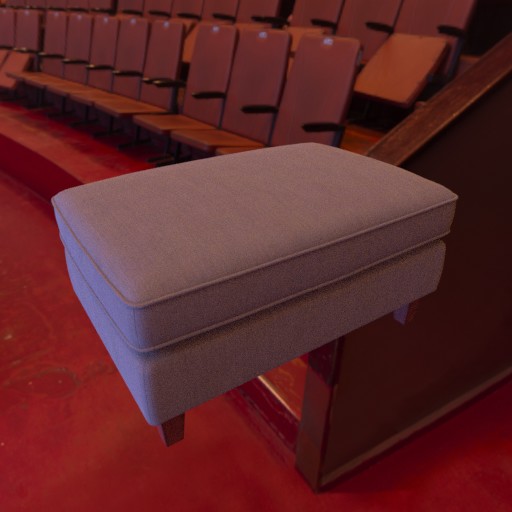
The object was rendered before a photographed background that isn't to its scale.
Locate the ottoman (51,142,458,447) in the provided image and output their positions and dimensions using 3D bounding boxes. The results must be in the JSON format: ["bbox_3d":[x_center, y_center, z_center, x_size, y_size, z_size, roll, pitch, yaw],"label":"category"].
[{"bbox_3d":[0.000,0.000,1.274,0.941,0.480,0.636,-18,34,-29],"label":"ottoman"}]
